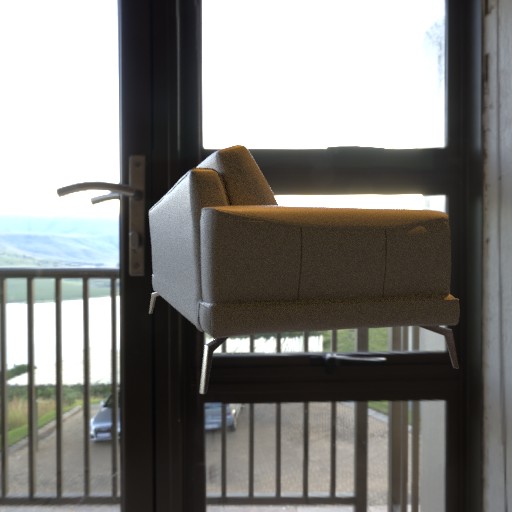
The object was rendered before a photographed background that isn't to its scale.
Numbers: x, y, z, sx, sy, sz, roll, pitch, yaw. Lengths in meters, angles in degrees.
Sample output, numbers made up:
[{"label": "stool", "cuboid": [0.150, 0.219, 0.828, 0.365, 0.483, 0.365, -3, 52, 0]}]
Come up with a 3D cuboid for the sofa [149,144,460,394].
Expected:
[{"label": "sofa", "cuboid": [0.000, 0.000, 2.683, 1.121, 0.930, 2.177, 0, 1, -18]}]
